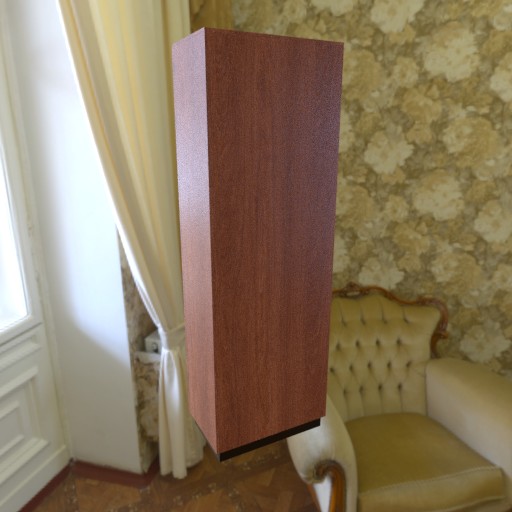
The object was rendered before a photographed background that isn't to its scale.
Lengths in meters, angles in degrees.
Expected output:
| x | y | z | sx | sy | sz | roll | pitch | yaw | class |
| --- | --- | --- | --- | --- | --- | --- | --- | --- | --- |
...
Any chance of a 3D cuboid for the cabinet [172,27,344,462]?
| x | y | z | sx | sy | sz | roll | pitch | yaw | class |
| --- | --- | --- | --- | --- | --- | --- | --- | --- | --- |
| 0.000 | 0.000 | 2.261 | 0.660 | 1.980 | 0.420 | -8 | 18 | -27 | cabinet |
